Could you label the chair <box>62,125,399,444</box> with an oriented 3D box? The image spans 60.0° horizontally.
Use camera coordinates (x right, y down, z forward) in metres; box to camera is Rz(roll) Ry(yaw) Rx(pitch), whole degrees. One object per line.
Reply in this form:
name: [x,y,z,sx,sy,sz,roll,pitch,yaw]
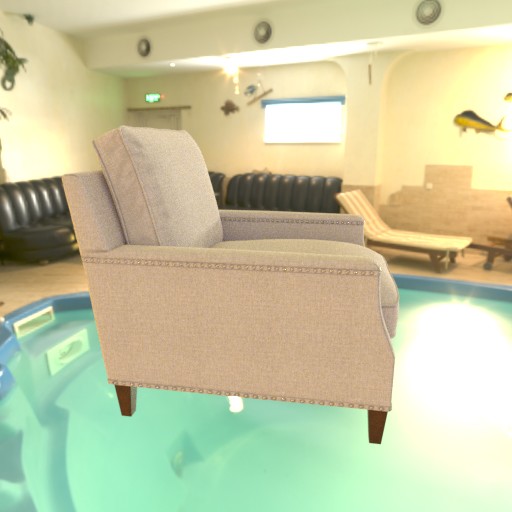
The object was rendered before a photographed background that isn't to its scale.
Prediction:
chair: [0.000,0.000,1.692,1.014,0.943,0.853,3,15,10]
